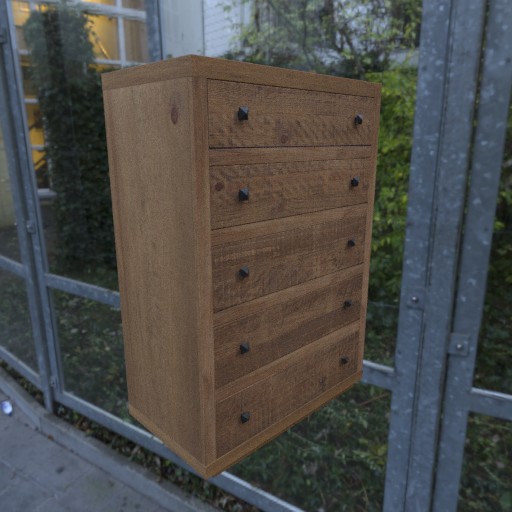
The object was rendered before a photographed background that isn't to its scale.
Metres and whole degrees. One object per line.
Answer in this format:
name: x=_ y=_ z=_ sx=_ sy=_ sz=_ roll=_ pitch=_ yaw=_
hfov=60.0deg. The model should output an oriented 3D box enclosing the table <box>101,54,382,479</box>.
table: x=0.000 y=0.000 z=1.732 sx=0.901 sy=1.294 sz=0.524 roll=-14 pitch=20 yaw=-42
